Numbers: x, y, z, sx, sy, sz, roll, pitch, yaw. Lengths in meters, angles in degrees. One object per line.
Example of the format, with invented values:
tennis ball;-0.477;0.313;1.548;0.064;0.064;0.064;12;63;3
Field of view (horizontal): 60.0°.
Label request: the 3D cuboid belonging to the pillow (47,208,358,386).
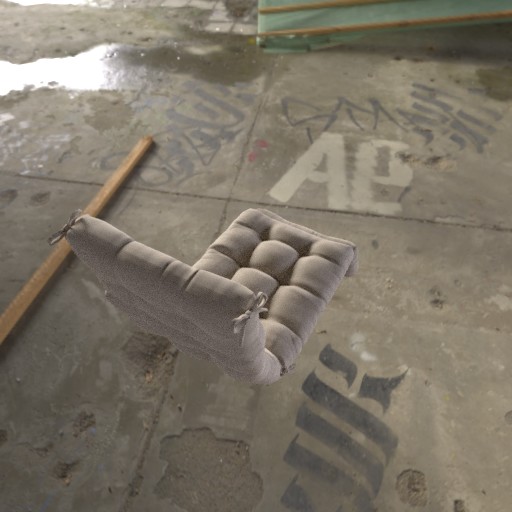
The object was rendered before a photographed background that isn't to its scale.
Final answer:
pillow;0.000;0.000;1.484;0.526;0.863;1.016;23;51;20
